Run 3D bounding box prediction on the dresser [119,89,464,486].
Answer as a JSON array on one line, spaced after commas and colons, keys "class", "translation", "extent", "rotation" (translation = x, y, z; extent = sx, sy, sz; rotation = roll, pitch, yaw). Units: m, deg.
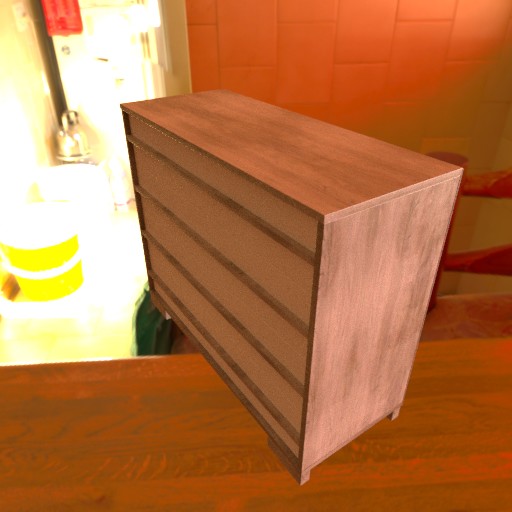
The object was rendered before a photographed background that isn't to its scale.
[{"class": "dresser", "translation": [0.000, 0.000, 1.421], "extent": [0.404, 0.816, 0.994], "rotation": [-20, 37, -29]}]
